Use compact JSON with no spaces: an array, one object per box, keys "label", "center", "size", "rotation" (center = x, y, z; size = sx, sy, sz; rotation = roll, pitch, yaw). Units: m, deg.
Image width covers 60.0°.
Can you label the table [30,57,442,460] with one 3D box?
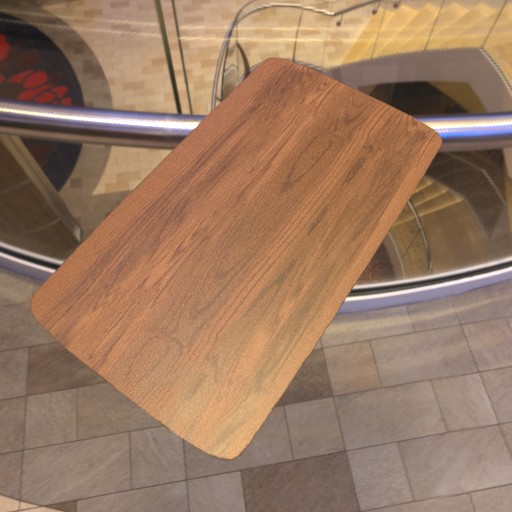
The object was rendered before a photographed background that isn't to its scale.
[{"label":"table","center":[0.000,0.000,2.101],"size":[0.949,0.765,1.643],"rotation":[32,67,15]}]
